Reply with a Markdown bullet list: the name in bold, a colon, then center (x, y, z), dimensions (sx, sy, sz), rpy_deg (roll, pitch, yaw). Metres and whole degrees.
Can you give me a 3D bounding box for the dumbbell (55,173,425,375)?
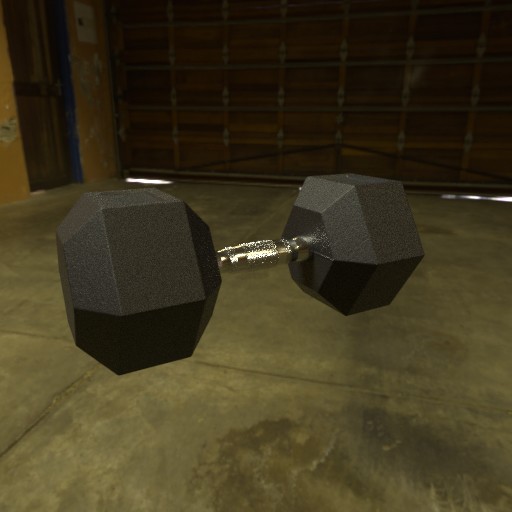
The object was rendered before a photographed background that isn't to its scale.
- **dumbbell**: center (0.000, 0.000, 0.479), dimensions (0.384, 0.150, 0.173), rpy_deg (-9, 19, -27)
